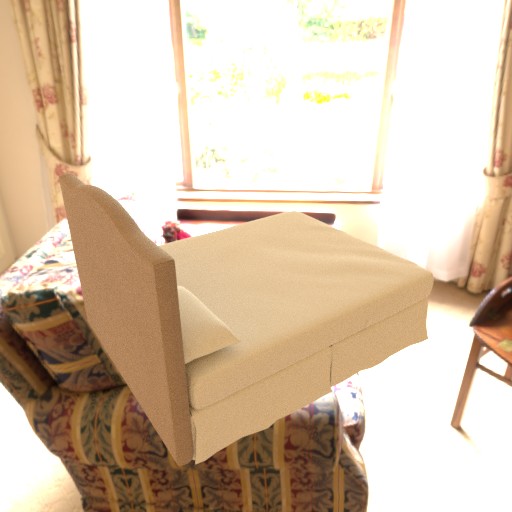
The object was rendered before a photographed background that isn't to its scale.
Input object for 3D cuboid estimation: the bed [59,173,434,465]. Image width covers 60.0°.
[{"bbox_3d":[0.000,0.000,3.428,2.282,1.436,1.821,-18,32,-31],"label":"bed"}]
